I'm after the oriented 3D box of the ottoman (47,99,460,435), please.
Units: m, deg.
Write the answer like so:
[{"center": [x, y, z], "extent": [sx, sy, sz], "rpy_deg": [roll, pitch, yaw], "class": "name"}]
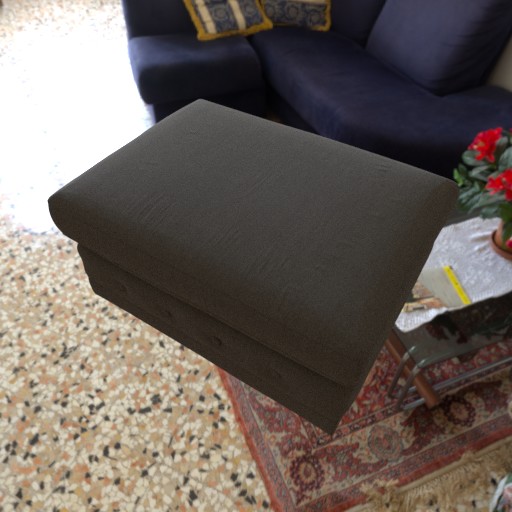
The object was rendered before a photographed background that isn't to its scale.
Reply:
[{"center": [0.000, 0.000, 1.139], "extent": [0.771, 0.500, 0.569], "rpy_deg": [25, 51, 22], "class": "ottoman"}]
